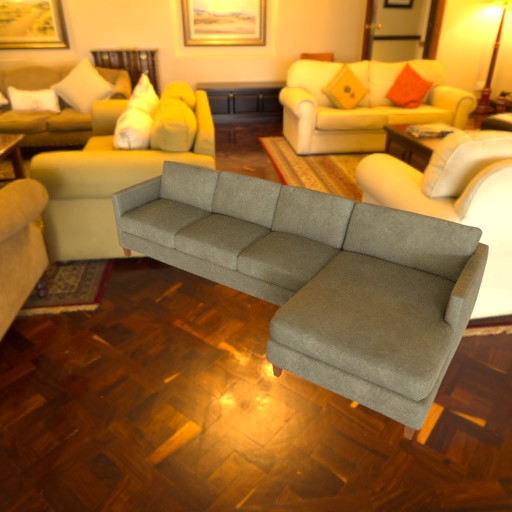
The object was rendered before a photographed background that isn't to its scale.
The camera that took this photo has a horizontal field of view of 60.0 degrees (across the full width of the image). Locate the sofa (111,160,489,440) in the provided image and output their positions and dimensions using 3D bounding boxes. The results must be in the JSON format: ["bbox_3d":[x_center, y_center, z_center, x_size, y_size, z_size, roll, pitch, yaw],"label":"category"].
[{"bbox_3d":[0.000,0.000,3.908,3.471,0.950,1.604,18,33,29],"label":"sofa"}]
